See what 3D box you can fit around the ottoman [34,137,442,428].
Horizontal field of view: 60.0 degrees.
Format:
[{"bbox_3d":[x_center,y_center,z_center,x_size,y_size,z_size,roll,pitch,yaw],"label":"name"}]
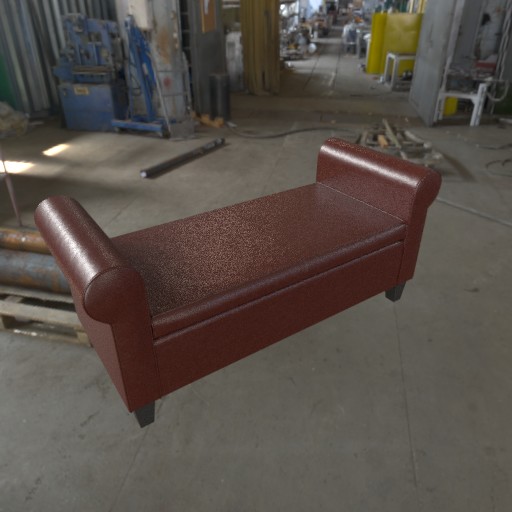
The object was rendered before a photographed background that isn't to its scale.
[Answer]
[{"bbox_3d":[0.000,0.000,1.551,1.256,0.547,0.521,-19,35,-29],"label":"ottoman"}]
